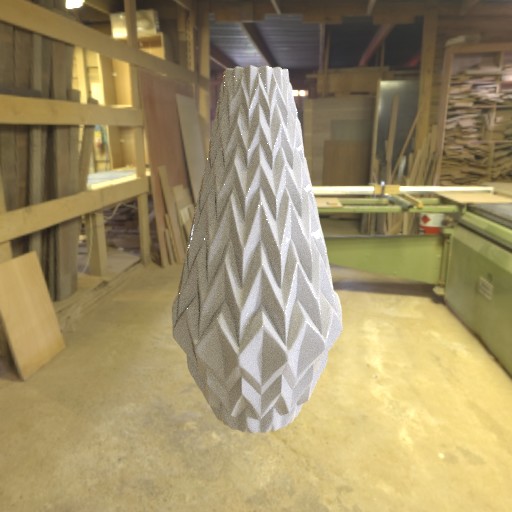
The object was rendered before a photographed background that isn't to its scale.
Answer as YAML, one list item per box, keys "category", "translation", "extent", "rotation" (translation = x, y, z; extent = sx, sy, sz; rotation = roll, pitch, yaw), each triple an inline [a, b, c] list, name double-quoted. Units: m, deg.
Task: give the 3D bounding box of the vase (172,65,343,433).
- category: "vase"
  translation: [0.000, 0.000, 0.420]
  extent: [0.167, 0.328, 0.167]
  rotation: [0, 15, 0]
